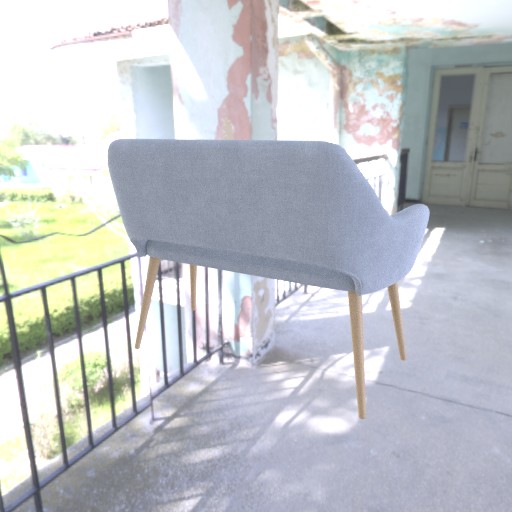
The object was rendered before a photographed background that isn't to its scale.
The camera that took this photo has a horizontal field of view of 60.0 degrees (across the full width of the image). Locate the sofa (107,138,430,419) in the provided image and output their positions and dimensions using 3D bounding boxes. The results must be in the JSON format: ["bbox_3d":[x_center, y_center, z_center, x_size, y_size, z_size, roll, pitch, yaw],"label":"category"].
[{"bbox_3d":[0.000,0.000,1.634,1.150,0.840,0.610,9,18,28],"label":"sofa"}]
